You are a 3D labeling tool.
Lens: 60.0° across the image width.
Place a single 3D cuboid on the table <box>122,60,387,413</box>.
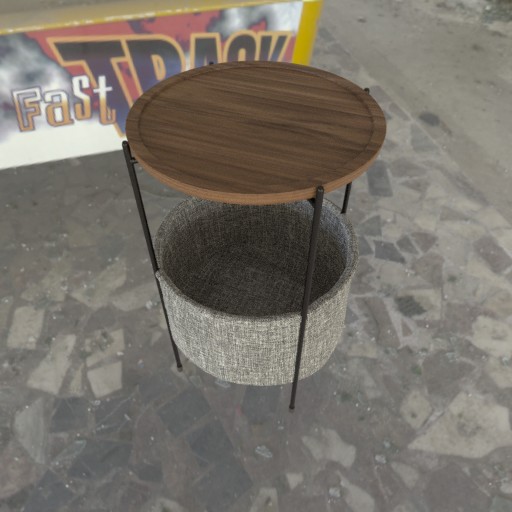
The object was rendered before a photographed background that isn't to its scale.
[{"bbox_3d":[0.000,0.000,0.892,0.400,0.623,0.400,16,48,15],"label":"table"}]
